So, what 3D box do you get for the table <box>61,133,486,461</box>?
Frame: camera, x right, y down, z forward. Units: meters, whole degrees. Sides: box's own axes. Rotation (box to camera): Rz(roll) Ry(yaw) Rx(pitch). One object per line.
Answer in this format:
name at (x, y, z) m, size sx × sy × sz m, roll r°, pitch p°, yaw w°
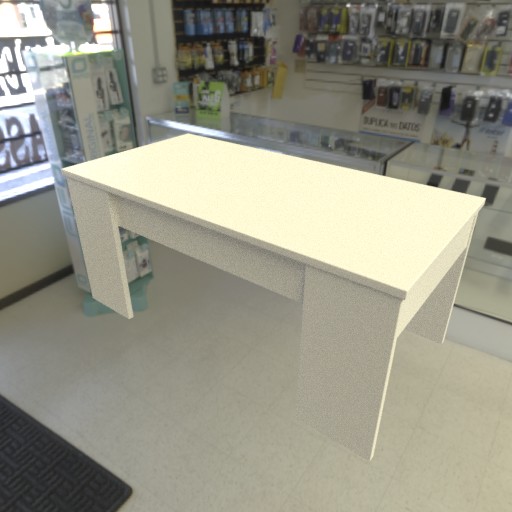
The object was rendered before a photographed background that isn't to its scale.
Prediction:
table at (0.000, 0.000, 1.259) m, size 1.000 × 0.440 × 0.500 m, roll 21°, pitch 36°, yaw 32°
